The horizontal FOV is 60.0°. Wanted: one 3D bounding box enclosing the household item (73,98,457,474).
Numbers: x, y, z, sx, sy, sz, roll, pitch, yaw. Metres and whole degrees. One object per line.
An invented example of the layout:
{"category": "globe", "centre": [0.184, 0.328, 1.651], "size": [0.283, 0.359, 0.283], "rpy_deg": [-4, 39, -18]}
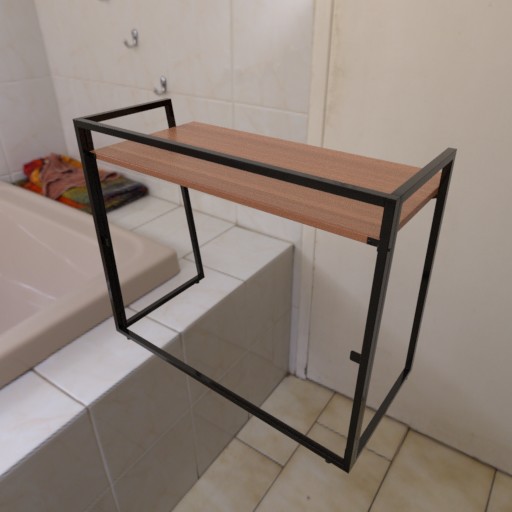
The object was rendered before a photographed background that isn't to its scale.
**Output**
{"category": "household item", "centre": [0.000, 0.000, 1.502], "size": [1.050, 0.860, 0.510], "rpy_deg": [21, 37, 31]}
